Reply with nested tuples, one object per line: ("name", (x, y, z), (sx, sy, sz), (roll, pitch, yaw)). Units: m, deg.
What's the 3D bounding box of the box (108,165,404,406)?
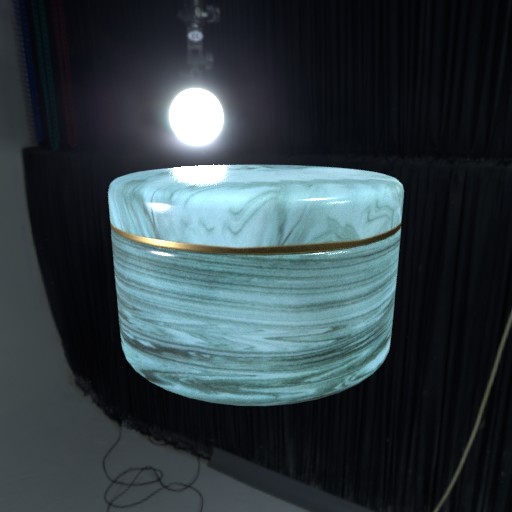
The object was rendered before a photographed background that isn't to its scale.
("box", (0.000, 0.000, 0.166), (0.101, 0.063, 0.101), (0, 16, 0))
